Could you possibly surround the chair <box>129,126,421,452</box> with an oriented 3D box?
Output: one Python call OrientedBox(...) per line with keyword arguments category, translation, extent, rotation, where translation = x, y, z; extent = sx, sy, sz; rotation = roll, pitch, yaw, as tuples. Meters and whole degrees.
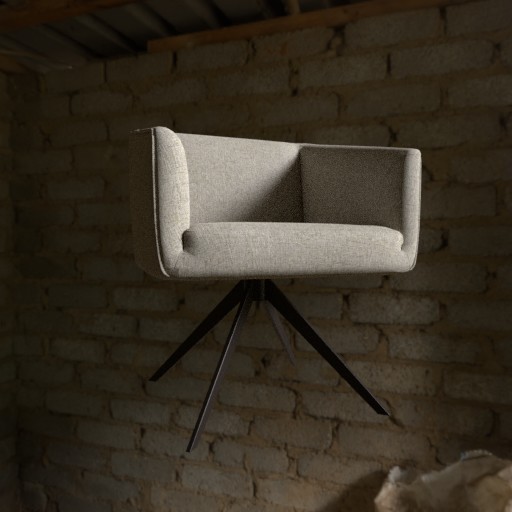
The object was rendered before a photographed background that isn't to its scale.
OrientedBox(category="chair", translation=(0.000, 0.000, 1.195), extent=(0.628, 0.760, 0.623), rotation=(-1, 2, -20))
